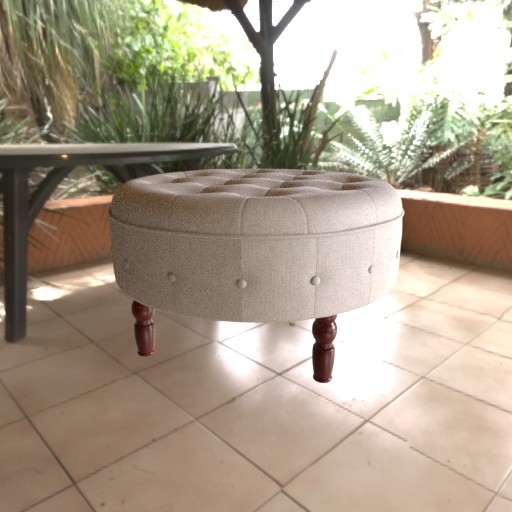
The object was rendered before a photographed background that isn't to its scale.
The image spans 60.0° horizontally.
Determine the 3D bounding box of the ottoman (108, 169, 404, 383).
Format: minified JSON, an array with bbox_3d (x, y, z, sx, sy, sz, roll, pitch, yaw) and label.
[{"bbox_3d":[0.000,0.000,1.377,0.849,0.478,0.849,0,16,0],"label":"ottoman"}]
